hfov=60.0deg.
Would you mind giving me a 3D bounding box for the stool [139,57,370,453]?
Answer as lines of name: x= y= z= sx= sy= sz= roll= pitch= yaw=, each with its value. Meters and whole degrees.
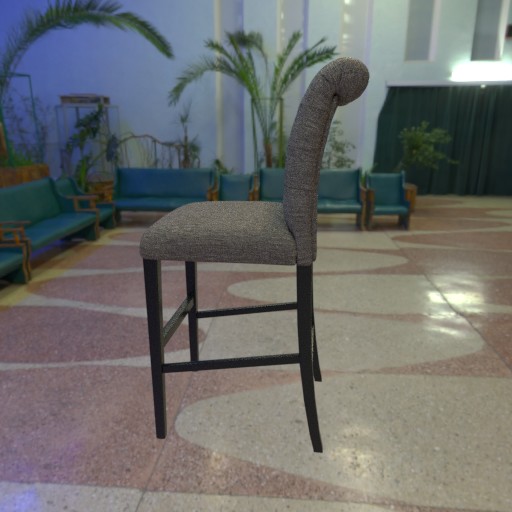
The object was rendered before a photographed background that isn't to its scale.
stool: x=0.000 y=0.000 z=1.437 sx=0.613 sy=1.131 sz=0.452 roll=2 pitch=17 yaw=7
